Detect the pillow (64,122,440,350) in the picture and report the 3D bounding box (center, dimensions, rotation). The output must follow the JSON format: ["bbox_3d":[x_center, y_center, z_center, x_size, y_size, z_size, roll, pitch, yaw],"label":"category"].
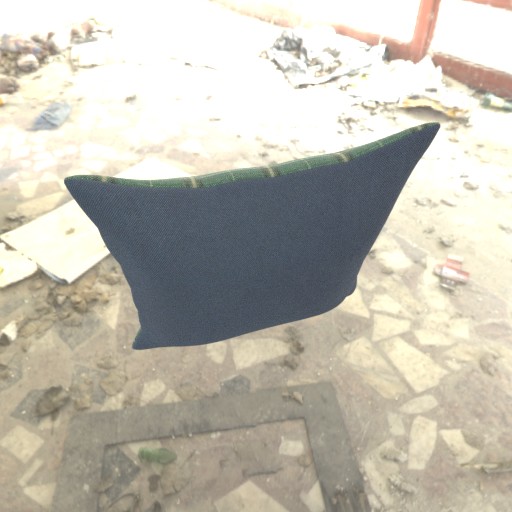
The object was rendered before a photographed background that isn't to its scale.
[{"bbox_3d":[0.000,0.000,0.690,0.453,0.430,0.200,-12,43,-13],"label":"pillow"}]
